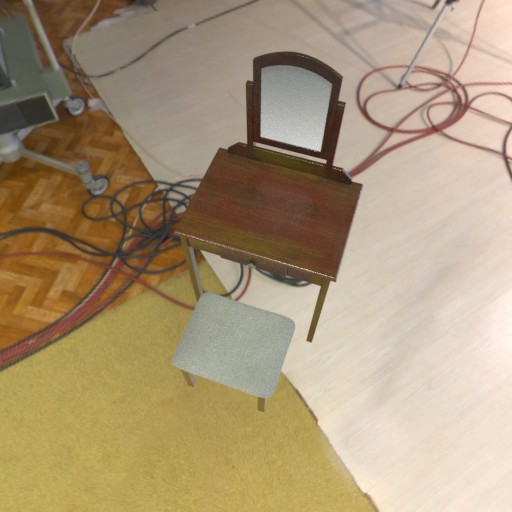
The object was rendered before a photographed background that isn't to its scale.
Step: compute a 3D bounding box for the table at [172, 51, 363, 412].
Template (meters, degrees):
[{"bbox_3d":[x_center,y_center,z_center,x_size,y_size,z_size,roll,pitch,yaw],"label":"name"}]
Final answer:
[{"bbox_3d":[0.000,0.000,2.356,0.876,1.631,1.211,17,60,10],"label":"table"}]
